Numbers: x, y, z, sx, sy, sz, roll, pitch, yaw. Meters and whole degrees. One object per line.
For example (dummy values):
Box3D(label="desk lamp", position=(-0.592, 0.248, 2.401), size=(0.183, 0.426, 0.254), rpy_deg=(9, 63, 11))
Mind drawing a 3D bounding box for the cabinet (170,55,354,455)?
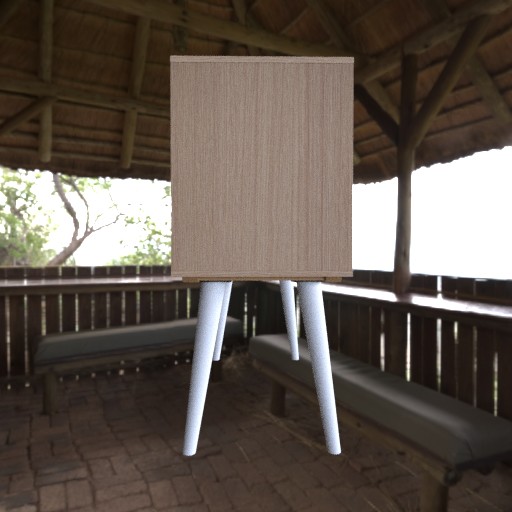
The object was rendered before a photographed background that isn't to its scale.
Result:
Box3D(label="cabinet", position=(0.000, 0.000, 1.642), size=(0.470, 1.016, 1.057), rpy_deg=(0, 1, -1))
